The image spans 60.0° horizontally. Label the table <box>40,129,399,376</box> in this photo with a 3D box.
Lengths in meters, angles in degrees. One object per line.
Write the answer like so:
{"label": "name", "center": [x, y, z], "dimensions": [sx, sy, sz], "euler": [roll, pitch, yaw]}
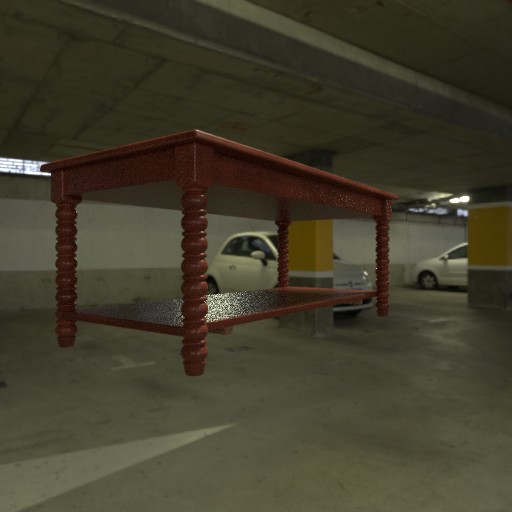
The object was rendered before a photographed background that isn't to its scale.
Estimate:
{"label": "table", "center": [0.000, 0.000, 1.478], "dimensions": [0.580, 0.485, 1.171], "euler": [0, 0, 36]}
